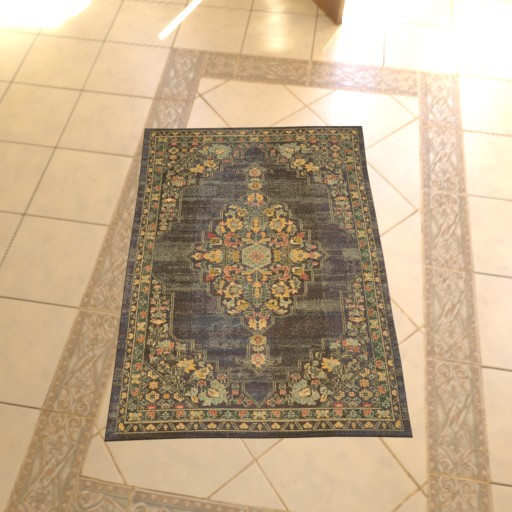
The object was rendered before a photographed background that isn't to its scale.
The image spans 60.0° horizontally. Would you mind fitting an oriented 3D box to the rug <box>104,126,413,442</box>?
[{"bbox_3d":[0.000,0.000,4.692,2.716,0.035,3.612,-1,63,0],"label":"rug"}]
